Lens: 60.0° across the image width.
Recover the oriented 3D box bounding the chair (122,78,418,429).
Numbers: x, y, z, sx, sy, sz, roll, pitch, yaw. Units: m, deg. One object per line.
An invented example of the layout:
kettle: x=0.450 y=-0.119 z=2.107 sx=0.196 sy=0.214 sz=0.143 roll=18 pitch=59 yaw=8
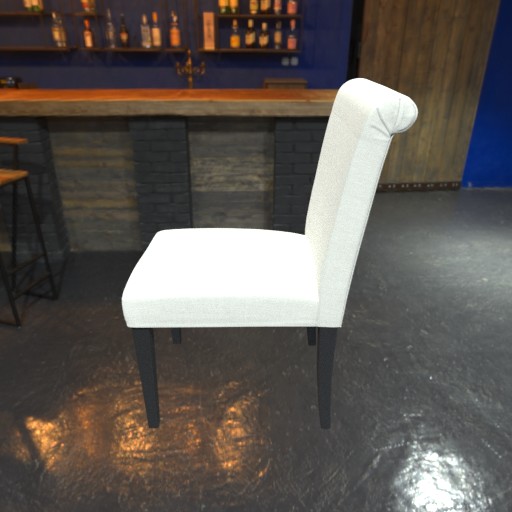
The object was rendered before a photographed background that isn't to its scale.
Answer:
chair: x=0.000 y=0.000 z=1.350 sx=0.708 sy=0.976 sz=0.452 roll=0 pitch=26 yaw=1
